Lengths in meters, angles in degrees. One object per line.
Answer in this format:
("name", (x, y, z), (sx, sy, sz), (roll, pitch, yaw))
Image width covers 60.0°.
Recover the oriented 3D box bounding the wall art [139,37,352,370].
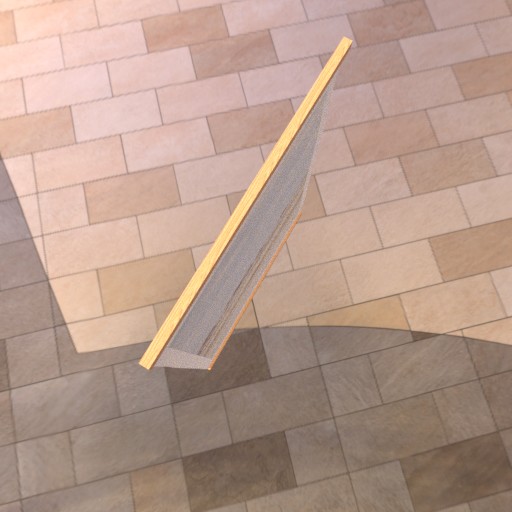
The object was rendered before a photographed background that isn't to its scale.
("wall art", (0.000, 0.000, 1.302), (0.020, 1.016, 0.739), (29, 77, 7))
